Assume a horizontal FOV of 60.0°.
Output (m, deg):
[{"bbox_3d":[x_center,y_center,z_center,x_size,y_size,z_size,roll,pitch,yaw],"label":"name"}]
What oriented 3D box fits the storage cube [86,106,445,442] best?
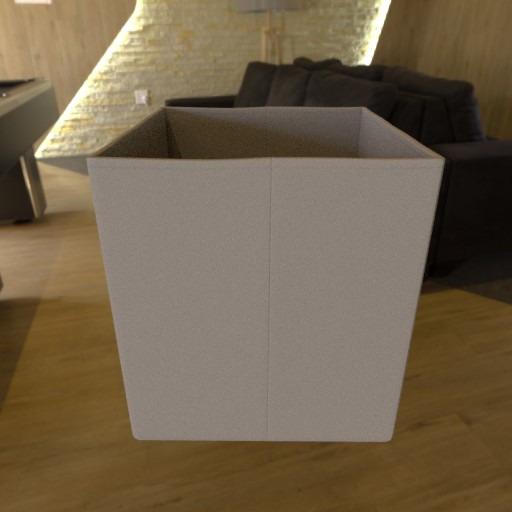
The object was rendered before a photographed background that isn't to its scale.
[{"bbox_3d":[0.000,0.000,0.488,0.270,0.280,0.270,0,26,0],"label":"storage cube"}]
